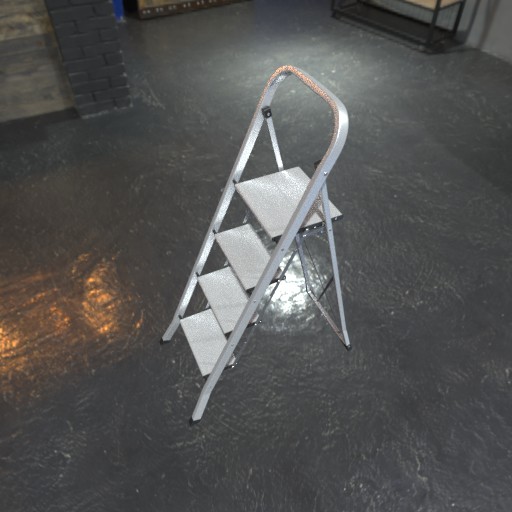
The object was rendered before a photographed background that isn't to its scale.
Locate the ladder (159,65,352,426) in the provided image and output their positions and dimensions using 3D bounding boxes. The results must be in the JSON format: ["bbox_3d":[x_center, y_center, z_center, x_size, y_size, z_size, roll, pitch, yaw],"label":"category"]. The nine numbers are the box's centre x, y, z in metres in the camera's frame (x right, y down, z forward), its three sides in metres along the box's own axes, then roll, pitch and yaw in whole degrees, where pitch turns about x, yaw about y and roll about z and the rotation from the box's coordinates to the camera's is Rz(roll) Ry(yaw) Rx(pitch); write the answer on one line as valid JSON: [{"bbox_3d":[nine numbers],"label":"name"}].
[{"bbox_3d":[0.000,0.000,1.678,0.830,1.290,0.465,-19,49,-17],"label":"ladder"}]
